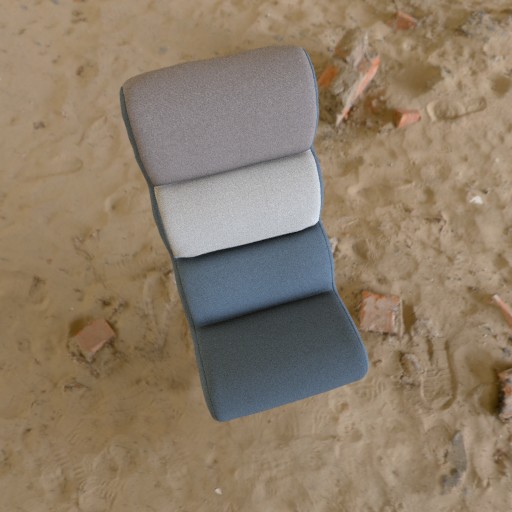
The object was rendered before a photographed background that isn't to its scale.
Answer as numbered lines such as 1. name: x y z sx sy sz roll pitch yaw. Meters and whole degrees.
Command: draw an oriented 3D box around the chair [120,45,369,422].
1. chair: 0.000 0.000 1.060 0.420 0.641 0.661 -15 67 -7
